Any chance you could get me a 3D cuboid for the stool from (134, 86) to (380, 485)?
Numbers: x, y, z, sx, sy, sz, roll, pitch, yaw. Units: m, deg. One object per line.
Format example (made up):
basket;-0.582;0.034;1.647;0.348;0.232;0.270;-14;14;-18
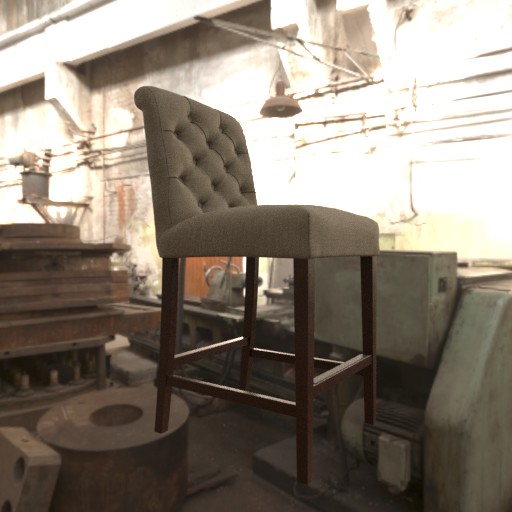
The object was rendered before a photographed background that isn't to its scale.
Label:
stool;0.000;0.000;1.419;0.660;1.084;0.486;1;1;35
